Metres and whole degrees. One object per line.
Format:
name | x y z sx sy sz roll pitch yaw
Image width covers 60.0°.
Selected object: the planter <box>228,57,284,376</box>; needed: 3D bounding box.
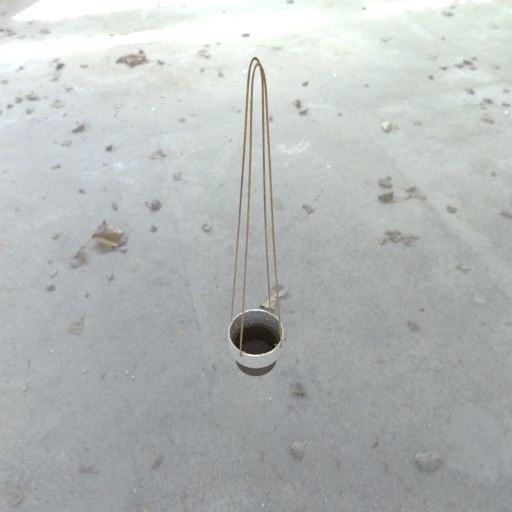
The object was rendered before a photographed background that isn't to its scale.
planter | 0.000 0.000 1.216 0.187 1.073 0.187 -10 48 -10
